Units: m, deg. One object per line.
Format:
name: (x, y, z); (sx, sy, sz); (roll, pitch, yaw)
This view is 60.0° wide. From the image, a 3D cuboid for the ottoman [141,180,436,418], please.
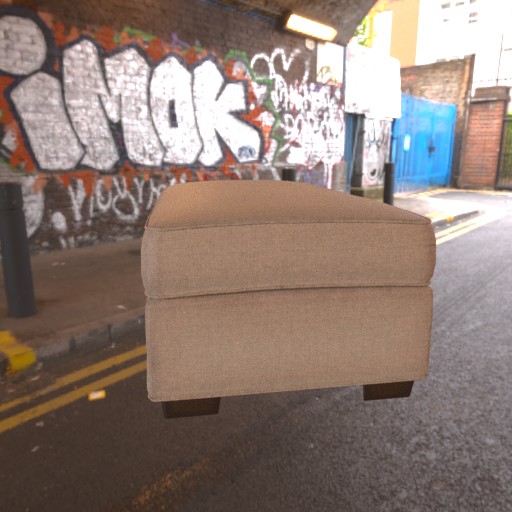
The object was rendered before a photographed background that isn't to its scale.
ottoman: (0.000, 0.000, 1.423); (0.617, 0.448, 1.097); (-2, 13, -9)
